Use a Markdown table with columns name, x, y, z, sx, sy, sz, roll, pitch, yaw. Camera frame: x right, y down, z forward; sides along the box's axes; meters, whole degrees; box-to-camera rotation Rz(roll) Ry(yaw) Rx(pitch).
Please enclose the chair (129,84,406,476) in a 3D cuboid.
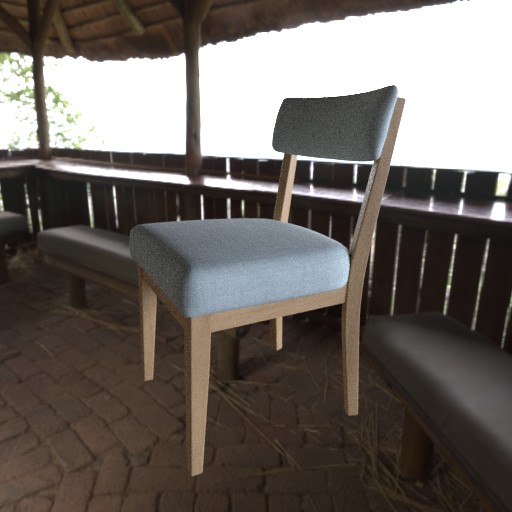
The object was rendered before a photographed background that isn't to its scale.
| name | x | y | z | sx | sy | sz | roll | pitch | yaw |
| --- | --- | --- | --- | --- | --- | --- | --- | --- | --- |
| chair | 0.000 | 0.000 | 1.173 | 0.572 | 0.832 | 0.508 | -8 | 18 | -26 |
